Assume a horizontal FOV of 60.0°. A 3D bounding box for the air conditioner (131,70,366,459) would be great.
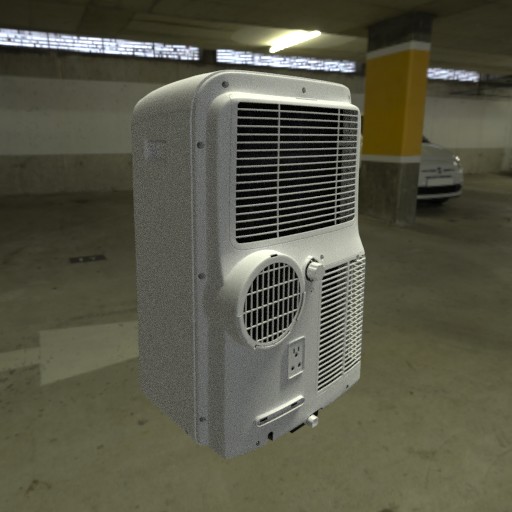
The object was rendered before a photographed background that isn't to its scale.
[{"bbox_3d":[0.000,0.000,0.957,0.454,0.700,0.365,-14,20,-42],"label":"air conditioner"}]
